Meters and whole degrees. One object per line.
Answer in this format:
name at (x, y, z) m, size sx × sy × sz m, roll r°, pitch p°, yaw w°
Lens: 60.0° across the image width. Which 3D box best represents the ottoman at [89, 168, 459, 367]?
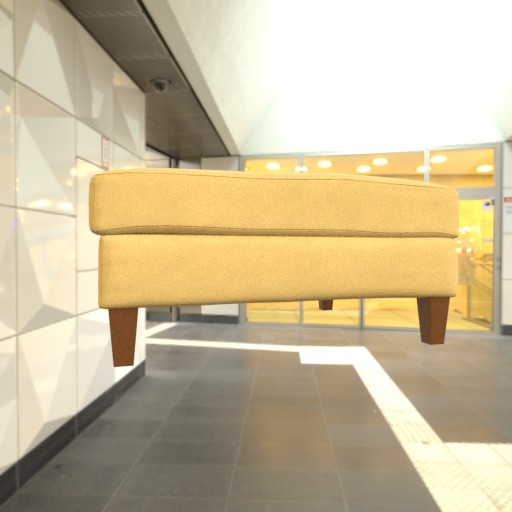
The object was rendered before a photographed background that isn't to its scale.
ottoman at (0.000, 0.000, 1.498) m, size 1.002 × 0.492 × 0.836 m, roll 0°, pitch 1°, yaw -16°
